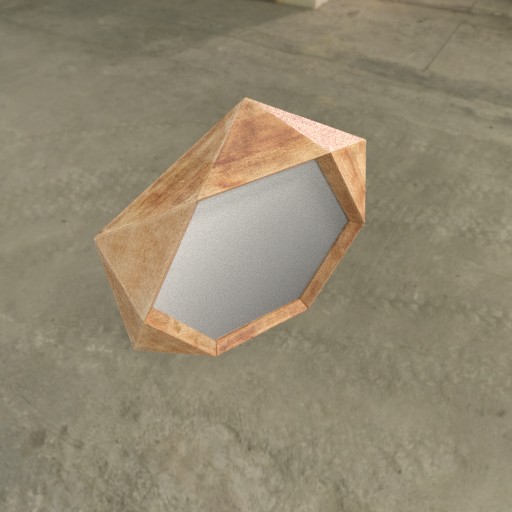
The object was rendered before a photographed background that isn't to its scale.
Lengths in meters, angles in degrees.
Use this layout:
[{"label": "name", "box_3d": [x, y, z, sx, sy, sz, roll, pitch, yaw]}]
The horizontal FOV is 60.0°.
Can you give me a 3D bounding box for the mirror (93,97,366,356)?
[{"label": "mirror", "box_3d": [0.000, 0.000, 1.079, 0.675, 0.779, 0.091, -24, 50, -21]}]
